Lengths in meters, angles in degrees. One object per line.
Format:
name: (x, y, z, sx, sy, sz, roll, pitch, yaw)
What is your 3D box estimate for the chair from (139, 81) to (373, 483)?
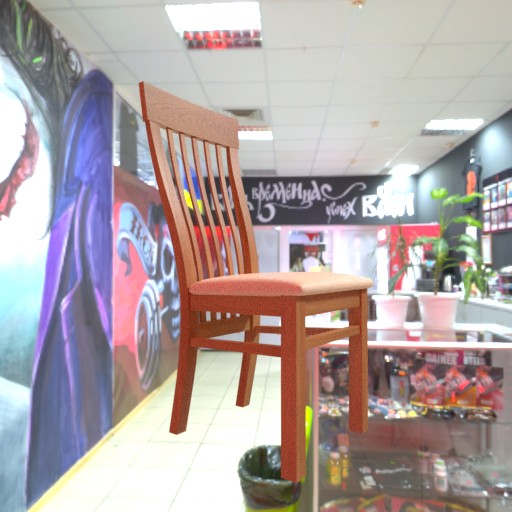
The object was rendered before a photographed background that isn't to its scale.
chair: (0.000, 0.000, 1.348, 0.580, 1.050, 0.450, -1, -1, 37)
